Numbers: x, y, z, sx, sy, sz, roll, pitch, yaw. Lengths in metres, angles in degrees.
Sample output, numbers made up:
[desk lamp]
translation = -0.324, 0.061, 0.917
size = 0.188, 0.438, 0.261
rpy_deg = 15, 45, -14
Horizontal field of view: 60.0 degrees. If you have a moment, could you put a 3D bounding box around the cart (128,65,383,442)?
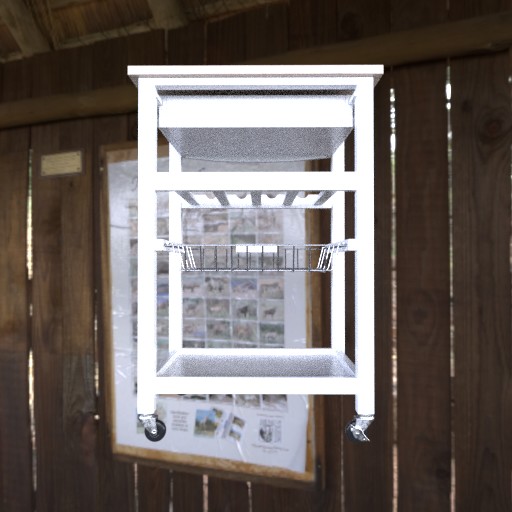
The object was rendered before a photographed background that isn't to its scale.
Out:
[cart]
translation = 0.000, 0.000, 1.199
size = 0.578, 0.857, 0.406
rpy_deg = 0, -1, 0
